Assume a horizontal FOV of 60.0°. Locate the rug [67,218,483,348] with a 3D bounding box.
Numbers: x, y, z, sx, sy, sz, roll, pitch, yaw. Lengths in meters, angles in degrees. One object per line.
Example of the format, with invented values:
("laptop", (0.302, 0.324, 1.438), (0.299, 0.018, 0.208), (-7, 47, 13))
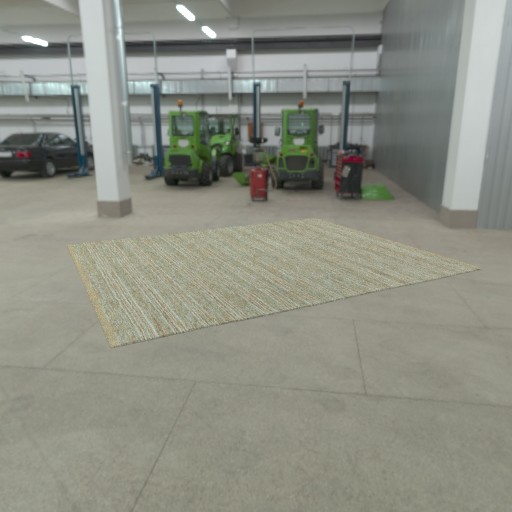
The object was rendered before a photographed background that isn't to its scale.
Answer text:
("rug", (0.000, 0.000, 4.099), (3.034, 0.012, 2.471), (-8, 18, -26))
